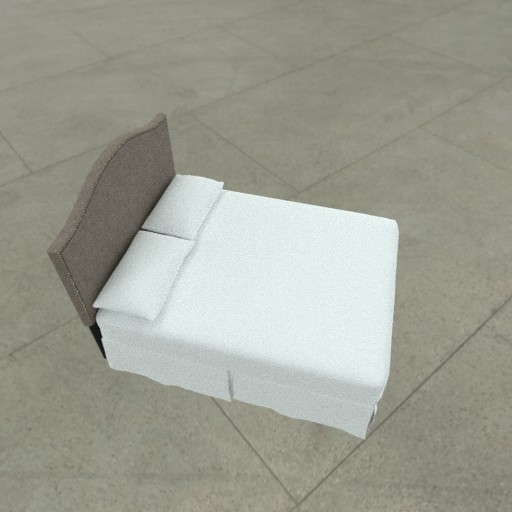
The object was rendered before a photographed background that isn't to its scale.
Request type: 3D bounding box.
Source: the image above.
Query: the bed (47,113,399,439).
[{"bbox_3d":[0.000,0.000,3.339,2.153,1.518,1.713,11,48,10],"label":"bed"}]
